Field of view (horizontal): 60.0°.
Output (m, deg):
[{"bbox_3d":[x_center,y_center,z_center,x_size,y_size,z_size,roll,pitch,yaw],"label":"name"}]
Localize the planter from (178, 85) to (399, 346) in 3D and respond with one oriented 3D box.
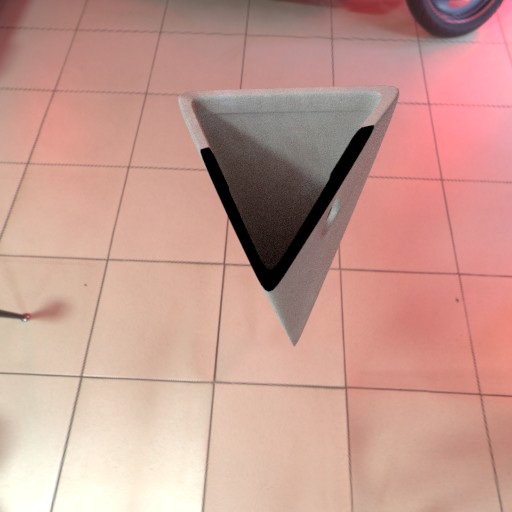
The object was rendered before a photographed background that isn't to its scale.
[{"bbox_3d":[0.000,0.000,0.158,0.047,0.130,0.058,32,67,16],"label":"planter"}]
